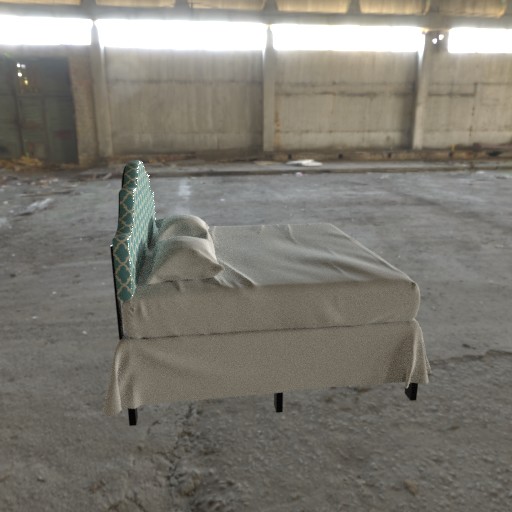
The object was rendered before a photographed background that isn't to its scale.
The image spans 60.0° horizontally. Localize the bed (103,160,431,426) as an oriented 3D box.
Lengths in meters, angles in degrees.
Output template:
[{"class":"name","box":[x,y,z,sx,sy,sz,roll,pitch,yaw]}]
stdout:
[{"class":"bed","box":[0.000,0.000,3.752,2.222,1.601,2.314,-2,17,-8]}]
